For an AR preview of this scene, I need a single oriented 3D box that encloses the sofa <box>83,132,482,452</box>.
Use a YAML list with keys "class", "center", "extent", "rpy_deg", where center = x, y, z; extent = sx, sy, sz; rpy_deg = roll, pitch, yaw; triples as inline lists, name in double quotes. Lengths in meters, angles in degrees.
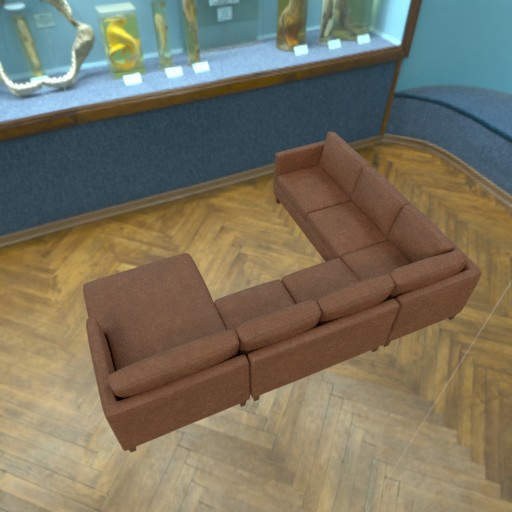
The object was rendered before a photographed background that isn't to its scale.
- class: "sofa"
  center: [0.000, 0.000, 4.574]
  extent: [3.460, 0.923, 2.593]
  rpy_deg: [-17, 48, -16]
